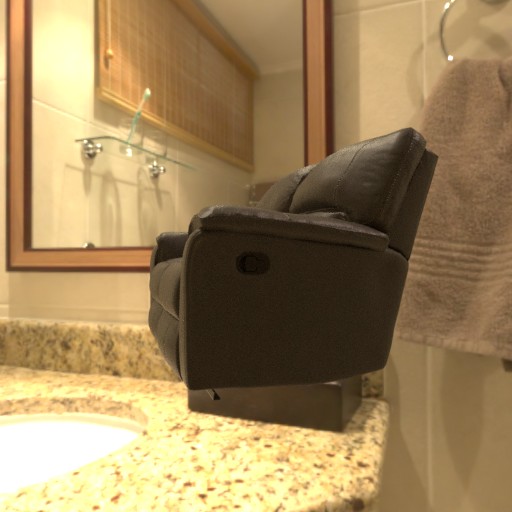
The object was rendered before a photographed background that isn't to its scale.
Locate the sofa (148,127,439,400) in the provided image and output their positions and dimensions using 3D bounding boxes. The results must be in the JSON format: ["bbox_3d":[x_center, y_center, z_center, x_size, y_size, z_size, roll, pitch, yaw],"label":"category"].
[{"bbox_3d":[0.000,0.000,2.444,1.104,1.111,1.765,0,-1,-18],"label":"sofa"}]
